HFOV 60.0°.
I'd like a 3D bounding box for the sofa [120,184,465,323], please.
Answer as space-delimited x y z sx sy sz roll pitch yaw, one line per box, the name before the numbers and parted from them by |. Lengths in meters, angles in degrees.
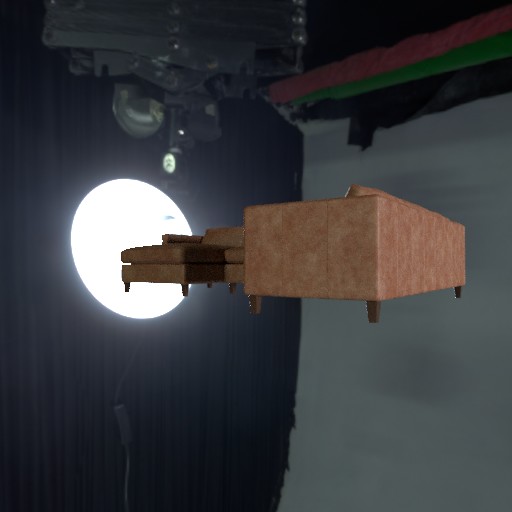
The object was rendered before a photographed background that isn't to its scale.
sofa | 0.000 0.000 4.416 3.401 0.832 2.430 -1 -1 35
